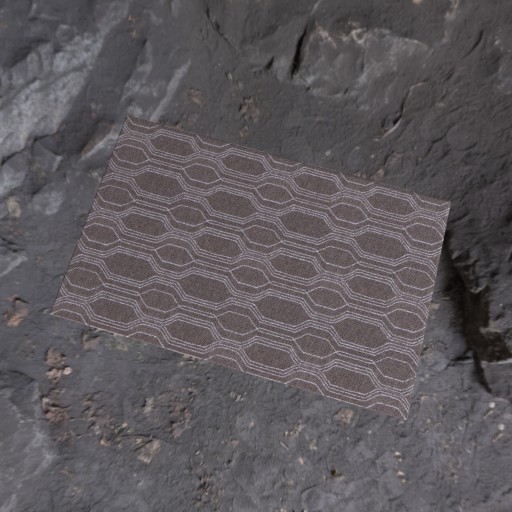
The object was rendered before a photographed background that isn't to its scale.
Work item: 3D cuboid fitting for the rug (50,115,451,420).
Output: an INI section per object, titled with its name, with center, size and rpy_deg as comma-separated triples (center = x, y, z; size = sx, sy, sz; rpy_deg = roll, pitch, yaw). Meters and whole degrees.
[rug]
center = 0.000, 0.000, 3.079
size = 2.457, 0.012, 1.541
rpy_deg = 16, 78, 3
